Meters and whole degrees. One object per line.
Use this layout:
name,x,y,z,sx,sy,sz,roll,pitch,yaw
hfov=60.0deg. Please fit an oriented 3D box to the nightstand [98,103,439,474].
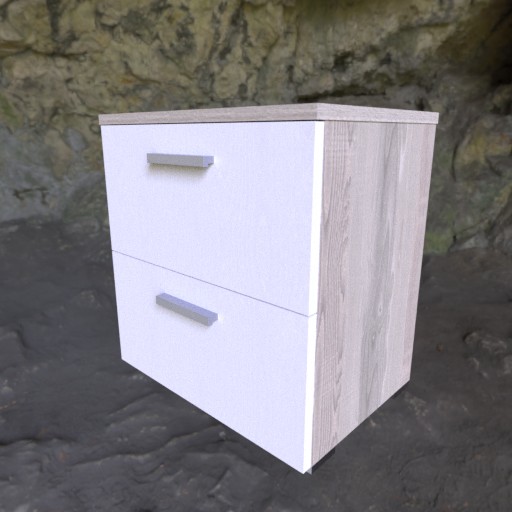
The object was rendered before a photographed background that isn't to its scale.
nightstand,0.000,0.000,0.753,0.442,0.461,0.325,14,21,41
